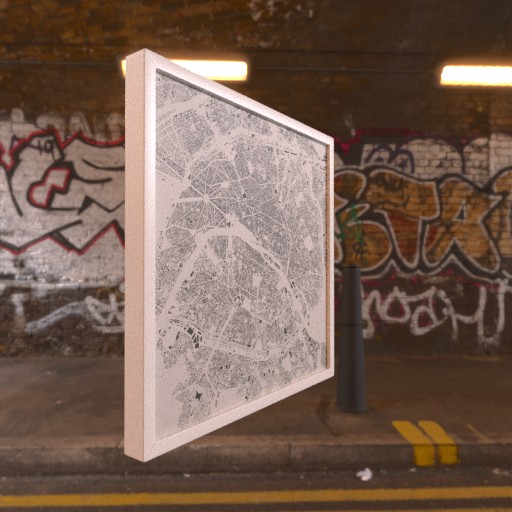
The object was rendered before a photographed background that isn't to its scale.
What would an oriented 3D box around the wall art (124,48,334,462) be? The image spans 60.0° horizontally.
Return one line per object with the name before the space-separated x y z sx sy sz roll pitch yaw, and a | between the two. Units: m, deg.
wall art | 0.000 0.000 0.755 0.038 0.508 0.508 0 -1 37
